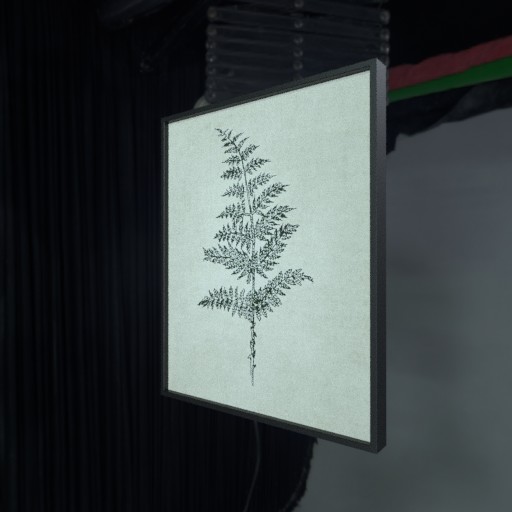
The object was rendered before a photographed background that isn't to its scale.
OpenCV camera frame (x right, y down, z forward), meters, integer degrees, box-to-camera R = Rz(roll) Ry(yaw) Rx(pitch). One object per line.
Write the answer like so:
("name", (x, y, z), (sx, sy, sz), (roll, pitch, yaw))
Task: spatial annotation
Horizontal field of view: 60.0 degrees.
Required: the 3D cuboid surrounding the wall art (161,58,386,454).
("wall art", (0.000, 0.000, 0.769), (0.449, 0.555, 0.039), (0, 0, 37))
